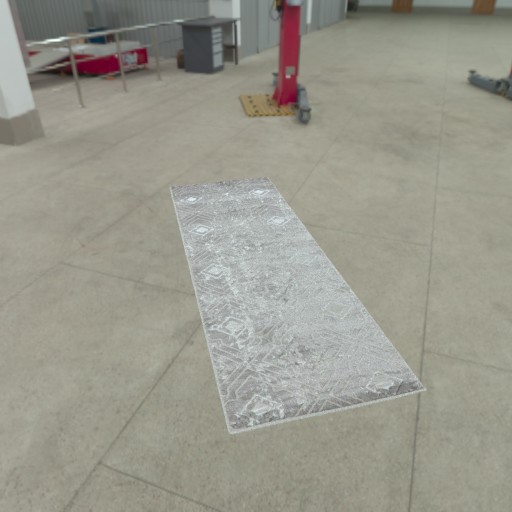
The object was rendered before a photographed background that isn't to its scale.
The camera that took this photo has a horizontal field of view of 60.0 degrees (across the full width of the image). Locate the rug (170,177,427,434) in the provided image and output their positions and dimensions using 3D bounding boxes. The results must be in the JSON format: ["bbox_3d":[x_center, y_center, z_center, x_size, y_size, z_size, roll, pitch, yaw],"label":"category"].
[{"bbox_3d":[0.000,0.000,2.711,0.832,0.035,2.381,-8,33,-12],"label":"rug"}]
